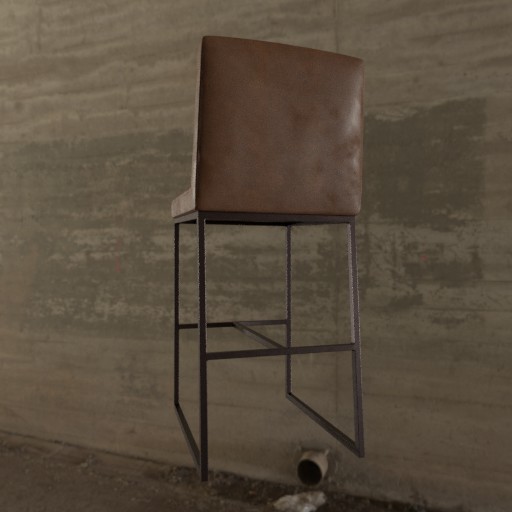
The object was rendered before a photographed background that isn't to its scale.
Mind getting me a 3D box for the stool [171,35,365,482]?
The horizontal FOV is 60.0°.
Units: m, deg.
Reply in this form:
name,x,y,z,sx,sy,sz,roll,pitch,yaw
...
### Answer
name,x,y,z,sx,sy,sz,roll,pitch,yaw
stool,0.000,0.000,1.365,0.463,1.065,0.562,0,0,-17
